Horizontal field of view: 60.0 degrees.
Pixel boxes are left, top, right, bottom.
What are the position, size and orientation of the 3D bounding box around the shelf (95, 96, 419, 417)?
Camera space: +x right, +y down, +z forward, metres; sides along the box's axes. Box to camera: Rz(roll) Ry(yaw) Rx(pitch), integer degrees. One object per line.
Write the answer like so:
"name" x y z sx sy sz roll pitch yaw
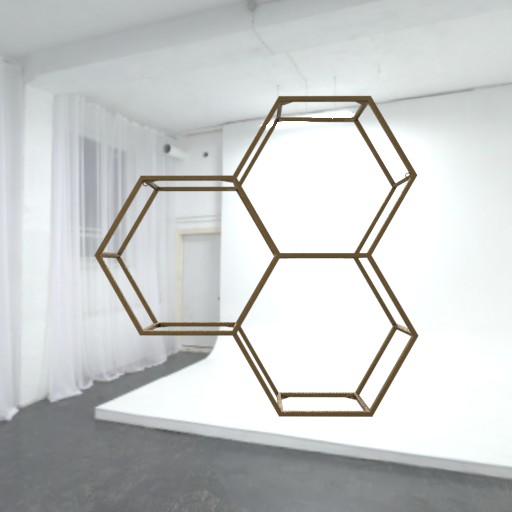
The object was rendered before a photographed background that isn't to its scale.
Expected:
"shelf" 0.000 0.000 1.044 0.708 0.701 0.150 0 -1 0
